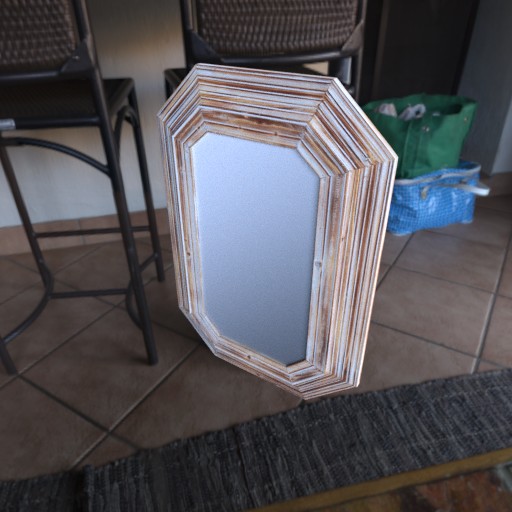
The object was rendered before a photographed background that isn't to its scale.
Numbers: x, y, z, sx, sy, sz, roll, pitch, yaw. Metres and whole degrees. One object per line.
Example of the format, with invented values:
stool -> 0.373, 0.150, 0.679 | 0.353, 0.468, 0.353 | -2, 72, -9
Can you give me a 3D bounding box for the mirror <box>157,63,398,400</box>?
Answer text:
mirror -> 0.000, 0.000, 1.306 | 0.709, 1.015, 0.061 | 19, 36, 28
